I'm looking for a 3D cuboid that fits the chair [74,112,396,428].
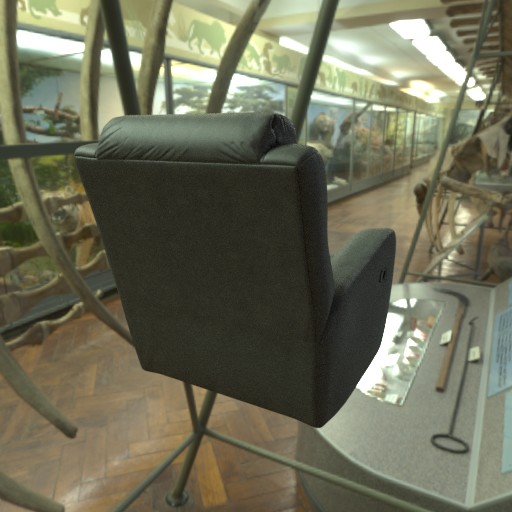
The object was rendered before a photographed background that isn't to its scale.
[{"bbox_3d":[0.000,0.000,1.872,0.965,1.116,1.068,9,18,28],"label":"chair"}]
